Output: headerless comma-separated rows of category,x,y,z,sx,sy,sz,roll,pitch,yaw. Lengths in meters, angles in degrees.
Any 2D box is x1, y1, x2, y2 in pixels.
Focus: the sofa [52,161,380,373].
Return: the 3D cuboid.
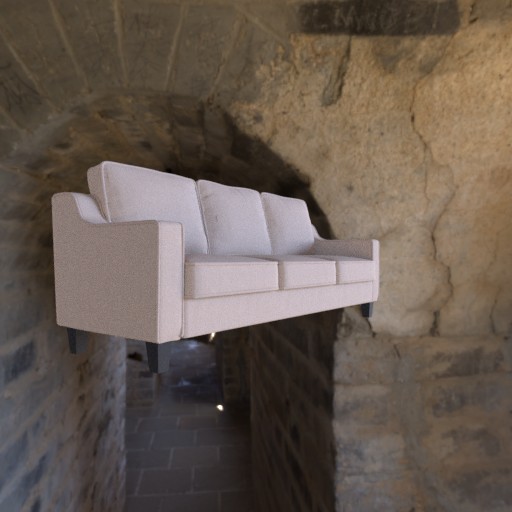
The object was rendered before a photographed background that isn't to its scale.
sofa,0.000,0.000,2.678,0.791,0.902,2.131,0,0,37
